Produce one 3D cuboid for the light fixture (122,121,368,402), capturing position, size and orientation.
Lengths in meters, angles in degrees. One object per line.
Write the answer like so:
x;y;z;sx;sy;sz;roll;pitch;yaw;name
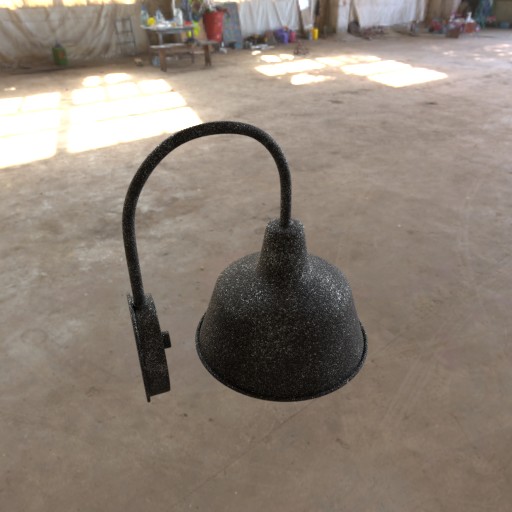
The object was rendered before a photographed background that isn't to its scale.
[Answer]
0.000;0.000;0.488;0.283;0.300;0.216;-11;33;-17;light fixture
